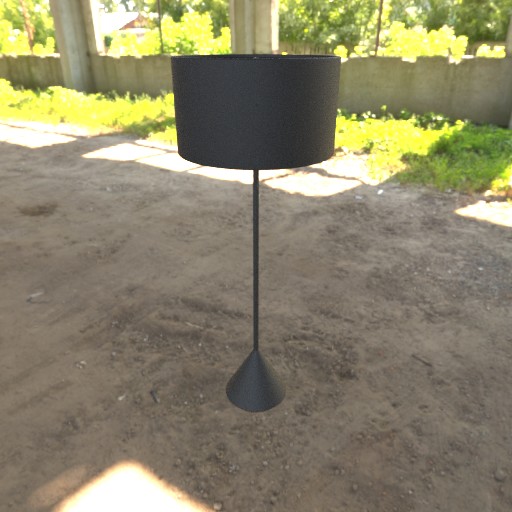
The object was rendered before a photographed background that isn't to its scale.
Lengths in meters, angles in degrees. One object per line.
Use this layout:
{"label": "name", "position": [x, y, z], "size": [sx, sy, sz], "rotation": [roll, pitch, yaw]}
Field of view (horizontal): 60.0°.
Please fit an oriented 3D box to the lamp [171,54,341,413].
{"label": "lamp", "position": [0.000, 0.000, 1.854], "size": [0.580, 1.526, 0.580], "rotation": [0, 26, -1]}
